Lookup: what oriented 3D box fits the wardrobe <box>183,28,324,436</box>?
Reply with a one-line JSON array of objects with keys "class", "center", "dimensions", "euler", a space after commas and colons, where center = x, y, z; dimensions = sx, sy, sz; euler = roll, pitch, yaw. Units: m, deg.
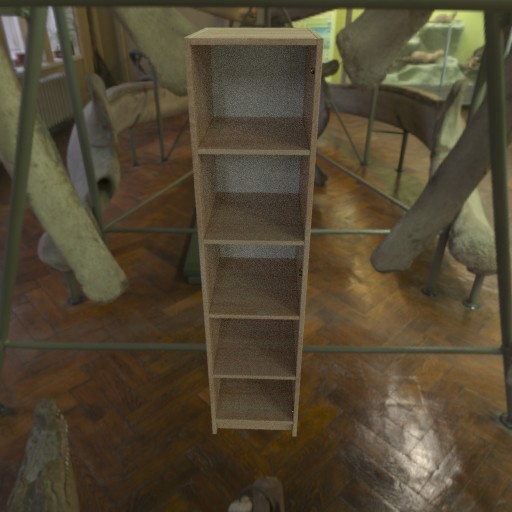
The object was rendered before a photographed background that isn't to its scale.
[{"class": "wardrobe", "center": [0.000, 0.000, 2.345], "dimensions": [0.496, 2.117, 0.588], "euler": [1, 30, 2]}]
